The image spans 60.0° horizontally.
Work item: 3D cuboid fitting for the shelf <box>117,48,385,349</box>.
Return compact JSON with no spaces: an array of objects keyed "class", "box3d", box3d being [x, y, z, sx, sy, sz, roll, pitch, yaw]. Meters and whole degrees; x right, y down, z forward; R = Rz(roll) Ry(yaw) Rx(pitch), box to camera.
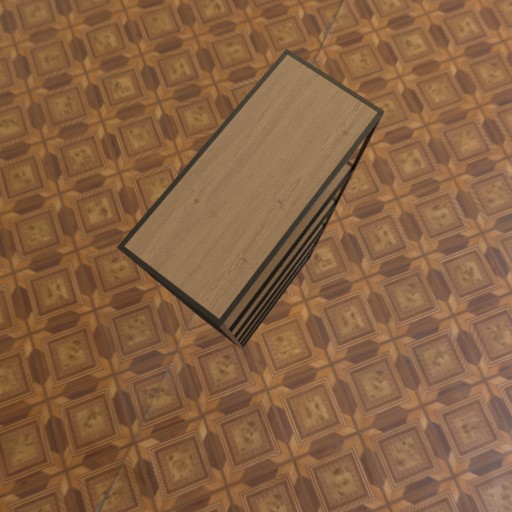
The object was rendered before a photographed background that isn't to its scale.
[{"class":"shelf","box3d":[0.000,0.000,2.126,0.350,1.850,0.770,36,79,8]}]
